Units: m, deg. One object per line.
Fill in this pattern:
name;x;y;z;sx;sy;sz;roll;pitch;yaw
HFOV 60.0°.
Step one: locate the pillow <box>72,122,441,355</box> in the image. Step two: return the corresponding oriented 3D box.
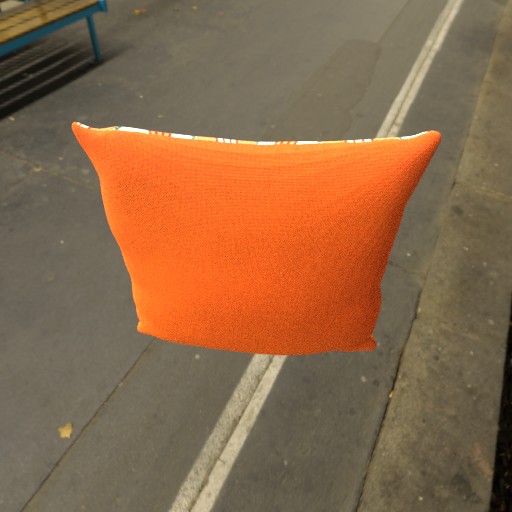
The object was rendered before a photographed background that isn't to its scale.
pillow;0.000;0.000;0.667;0.440;0.441;0.182;3;47;3
